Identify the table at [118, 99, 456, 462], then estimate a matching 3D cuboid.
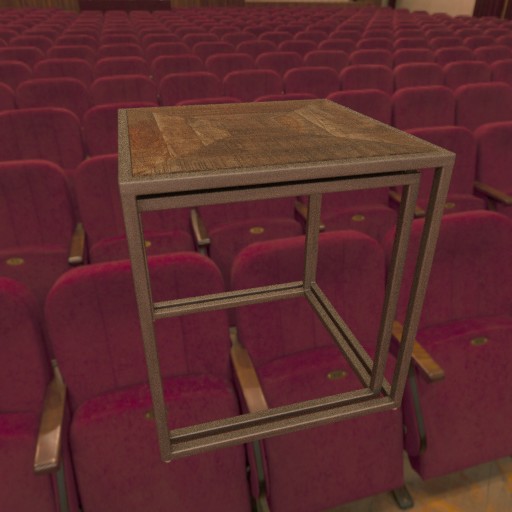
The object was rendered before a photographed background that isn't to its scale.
[{"bbox_3d":[0.000,0.000,0.865,0.449,0.500,0.450,-8,30,-13],"label":"table"}]
